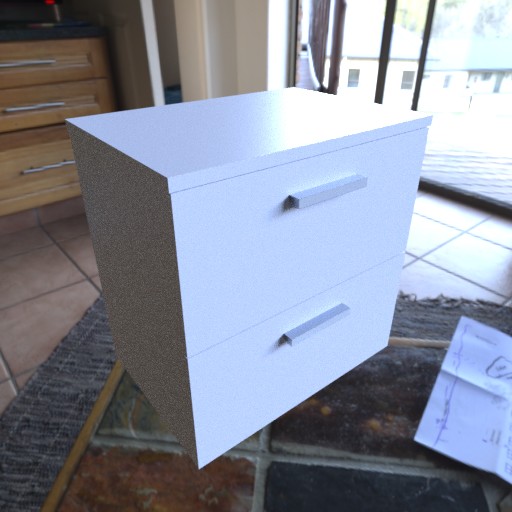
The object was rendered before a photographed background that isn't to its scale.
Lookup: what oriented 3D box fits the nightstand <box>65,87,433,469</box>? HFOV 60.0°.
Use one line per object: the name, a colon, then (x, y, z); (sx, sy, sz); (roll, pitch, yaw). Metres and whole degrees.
nightstand: (0.000, 0.000, 0.756); (0.441, 0.460, 0.325); (-21, 36, -32)
